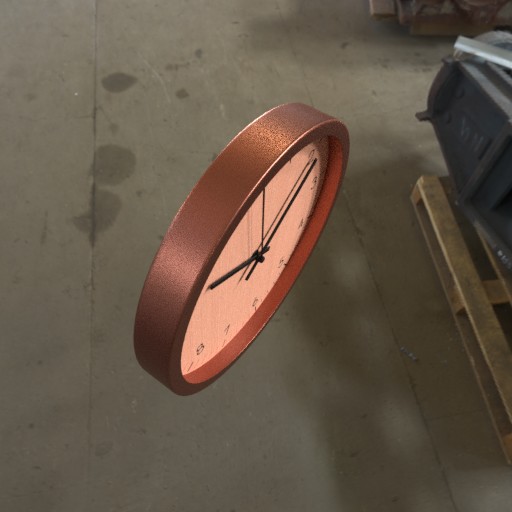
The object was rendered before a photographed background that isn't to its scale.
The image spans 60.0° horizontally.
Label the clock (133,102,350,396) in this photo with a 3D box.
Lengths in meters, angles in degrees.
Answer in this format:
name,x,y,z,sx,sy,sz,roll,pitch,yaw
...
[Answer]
name,x,y,z,sx,sy,sz,roll,pitch,yaw
clock,0.000,0.000,0.465,0.040,0.313,0.313,31,64,17
